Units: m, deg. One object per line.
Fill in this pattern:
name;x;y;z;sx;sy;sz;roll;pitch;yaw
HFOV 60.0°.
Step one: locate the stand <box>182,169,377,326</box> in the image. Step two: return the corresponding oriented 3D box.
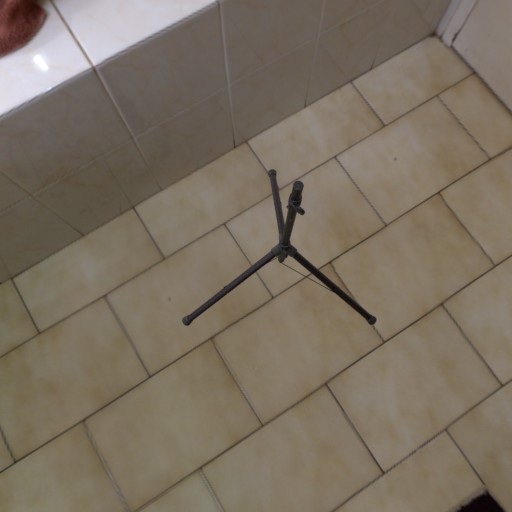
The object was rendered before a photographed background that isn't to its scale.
stand;0.000;0.000;1.900;0.907;1.136;1.045;-29;78;-7
